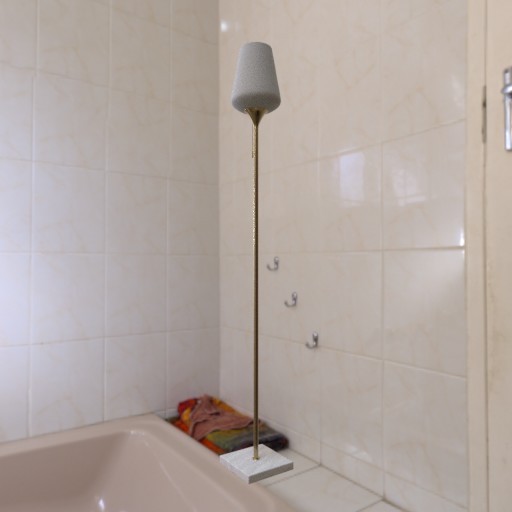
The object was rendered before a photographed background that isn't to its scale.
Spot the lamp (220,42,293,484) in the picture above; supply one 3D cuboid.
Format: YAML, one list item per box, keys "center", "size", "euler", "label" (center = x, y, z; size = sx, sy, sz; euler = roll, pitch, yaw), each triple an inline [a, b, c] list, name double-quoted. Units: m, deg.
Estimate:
- center: [0.000, 0.000, 1.930]
  size: [0.229, 1.813, 0.232]
  euler: [1, -1, -34]
  label: "lamp"
